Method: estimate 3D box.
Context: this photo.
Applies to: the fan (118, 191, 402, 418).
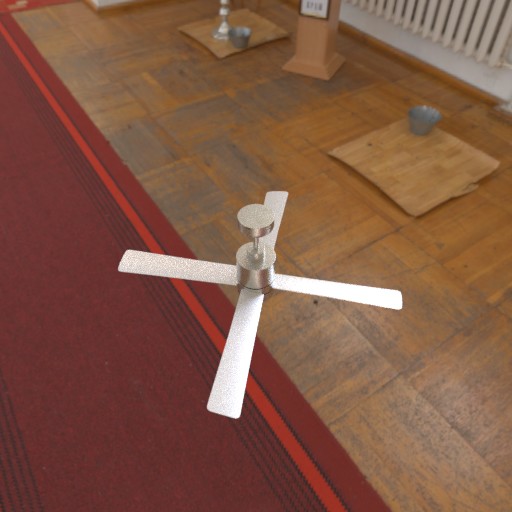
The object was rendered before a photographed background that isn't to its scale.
[{"bbox_3d":[0.000,0.000,2.246,1.525,0.539,1.525,8,47,8],"label":"fan"}]
